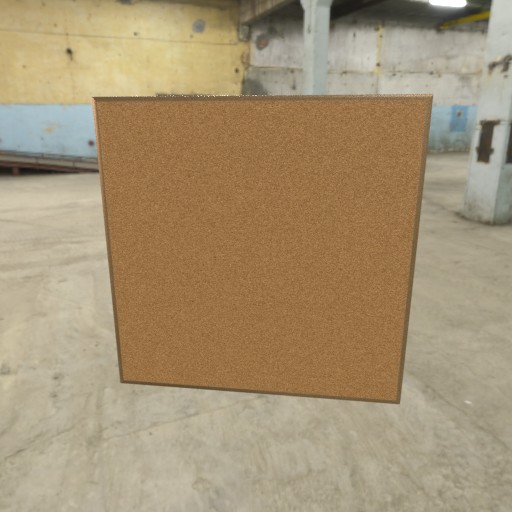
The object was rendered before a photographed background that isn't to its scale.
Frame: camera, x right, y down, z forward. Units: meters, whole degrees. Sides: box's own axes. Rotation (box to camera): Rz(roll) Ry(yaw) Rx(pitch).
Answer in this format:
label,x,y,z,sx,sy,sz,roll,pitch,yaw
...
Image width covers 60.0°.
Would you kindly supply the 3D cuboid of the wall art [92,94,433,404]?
label,x,y,z,sx,sy,sz,roll,pitch,yaw
wall art,0.000,0.000,0.752,0.513,0.511,0.038,2,17,7
